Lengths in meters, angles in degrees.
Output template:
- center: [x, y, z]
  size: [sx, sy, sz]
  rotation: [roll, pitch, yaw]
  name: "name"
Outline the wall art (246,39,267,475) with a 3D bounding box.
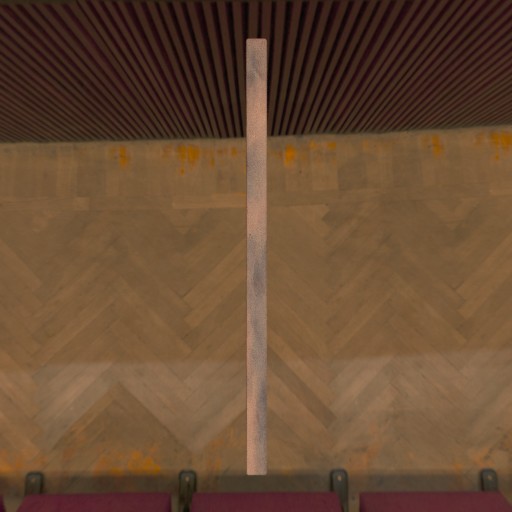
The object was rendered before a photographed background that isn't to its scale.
- center: [0.000, 0.000, 1.129]
  size: [0.035, 0.747, 0.747]
  rotation: [0, 90, 0]
  name: "wall art"
